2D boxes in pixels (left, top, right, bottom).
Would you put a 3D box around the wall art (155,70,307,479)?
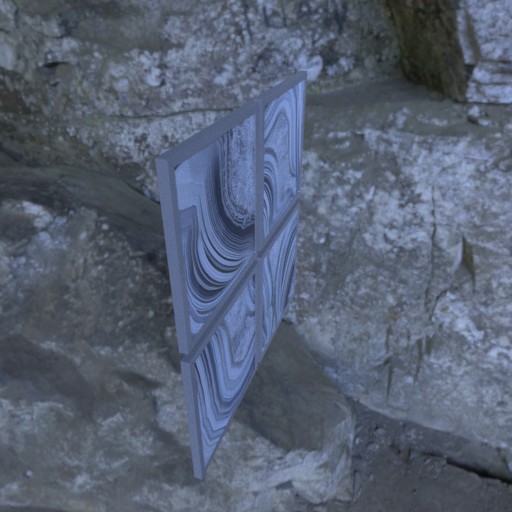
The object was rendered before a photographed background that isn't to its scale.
[{"bbox_3d":[0.000,0.000,1.648,0.029,1.118,1.118,11,34,17],"label":"wall art"}]
